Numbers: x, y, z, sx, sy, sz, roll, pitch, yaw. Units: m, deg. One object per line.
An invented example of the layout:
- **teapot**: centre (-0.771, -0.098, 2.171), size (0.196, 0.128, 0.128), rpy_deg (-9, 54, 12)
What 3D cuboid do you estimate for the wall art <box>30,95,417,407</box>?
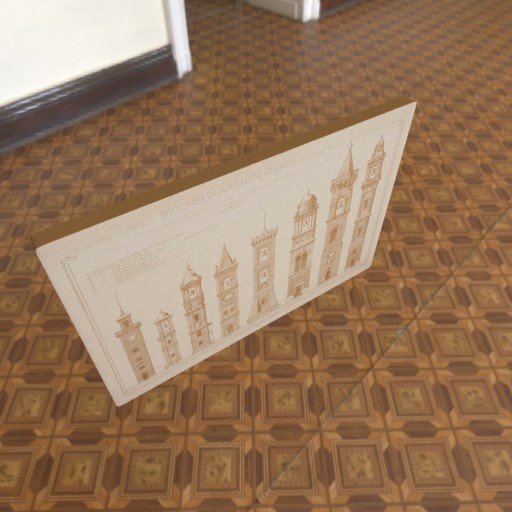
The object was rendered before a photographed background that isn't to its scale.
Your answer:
- **wall art**: centre (0.000, 0.000, 0.476), size (0.380, 0.254, 0.019), rpy_deg (-26, 52, -22)
